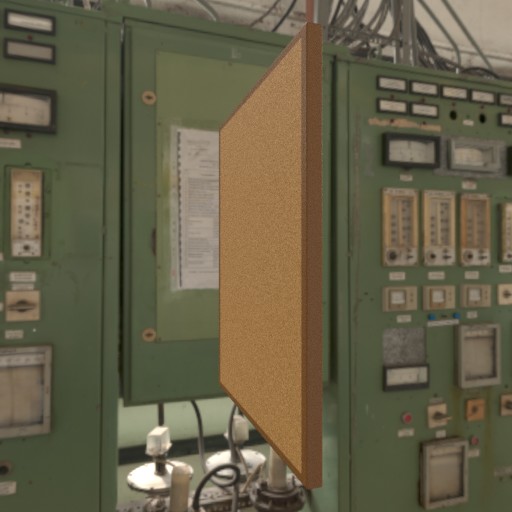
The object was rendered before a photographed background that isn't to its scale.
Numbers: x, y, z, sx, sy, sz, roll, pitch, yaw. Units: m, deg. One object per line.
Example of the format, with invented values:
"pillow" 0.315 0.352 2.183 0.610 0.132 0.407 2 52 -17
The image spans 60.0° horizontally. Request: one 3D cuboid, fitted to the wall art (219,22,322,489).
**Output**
"wall art" 0.000 0.000 0.736 0.021 0.550 0.449 0 0 -18
